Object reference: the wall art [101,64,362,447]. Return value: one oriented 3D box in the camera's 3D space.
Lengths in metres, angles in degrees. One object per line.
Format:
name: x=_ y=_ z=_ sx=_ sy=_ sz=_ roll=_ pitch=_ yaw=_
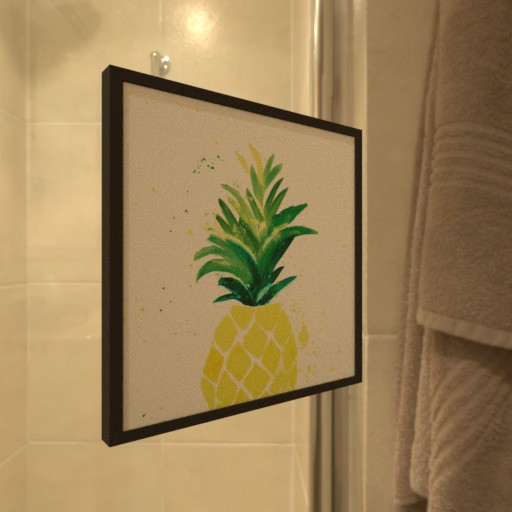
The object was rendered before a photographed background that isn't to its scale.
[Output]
wall art: x=0.000 y=0.000 z=0.751 sx=0.508 sy=0.507 sz=0.033 roll=0 pitch=0 yaw=-37
